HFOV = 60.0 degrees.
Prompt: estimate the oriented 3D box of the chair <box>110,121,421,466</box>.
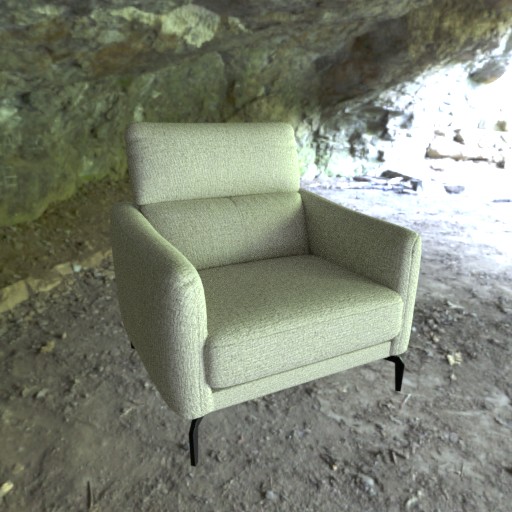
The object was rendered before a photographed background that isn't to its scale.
[{"bbox_3d":[0.000,0.000,1.676,0.972,0.967,0.835,-9,19,-26],"label":"chair"}]
